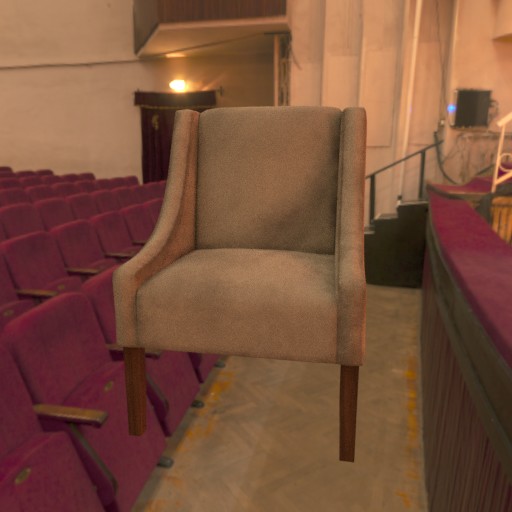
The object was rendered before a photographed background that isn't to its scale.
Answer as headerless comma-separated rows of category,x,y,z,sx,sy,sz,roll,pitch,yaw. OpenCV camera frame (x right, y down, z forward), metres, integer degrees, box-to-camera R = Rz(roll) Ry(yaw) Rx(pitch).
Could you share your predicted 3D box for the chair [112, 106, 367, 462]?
chair,0.000,0.000,1.325,0.629,0.895,0.629,2,13,10
